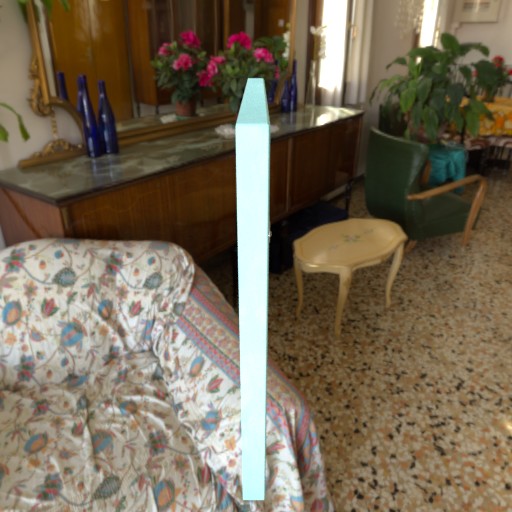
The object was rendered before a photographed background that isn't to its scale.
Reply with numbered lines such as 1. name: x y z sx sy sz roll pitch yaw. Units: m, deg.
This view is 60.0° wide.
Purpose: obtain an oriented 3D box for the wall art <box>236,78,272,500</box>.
1. wall art: 0.000 0.000 1.101 0.054 0.766 0.765 0 26 0
